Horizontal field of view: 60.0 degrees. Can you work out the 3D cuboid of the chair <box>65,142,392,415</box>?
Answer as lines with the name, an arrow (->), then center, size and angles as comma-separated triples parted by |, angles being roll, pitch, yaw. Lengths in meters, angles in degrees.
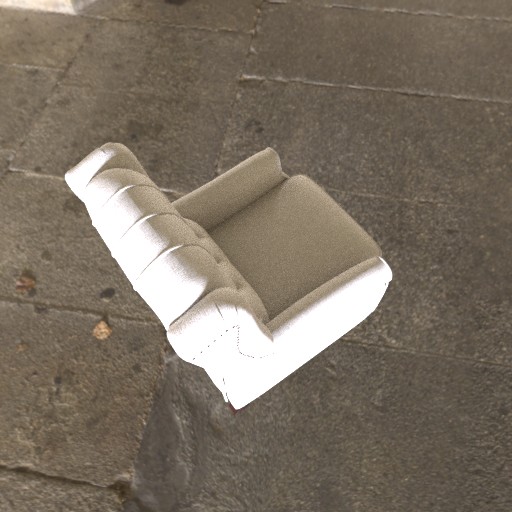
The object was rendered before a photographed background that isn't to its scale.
chair -> 0.000, 0.000, 1.644 | 0.902, 1.035, 0.742 | -32, 64, -17
